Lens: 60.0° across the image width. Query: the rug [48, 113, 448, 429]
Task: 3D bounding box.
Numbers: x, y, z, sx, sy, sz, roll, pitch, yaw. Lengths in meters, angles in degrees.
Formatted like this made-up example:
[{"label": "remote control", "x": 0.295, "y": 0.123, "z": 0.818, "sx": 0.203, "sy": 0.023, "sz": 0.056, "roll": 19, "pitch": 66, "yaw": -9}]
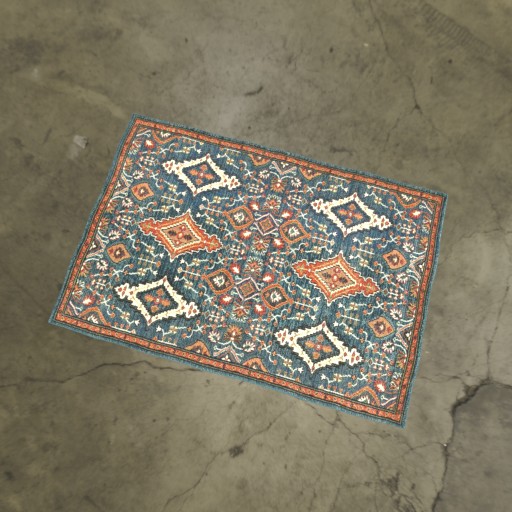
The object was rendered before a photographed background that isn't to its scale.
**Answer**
[{"label": "rug", "x": 0.000, "y": 0.000, "z": 2.991, "sx": 2.373, "sy": 0.009, "sz": 1.622, "roll": 15, "pitch": 75, "yaw": 4}]
